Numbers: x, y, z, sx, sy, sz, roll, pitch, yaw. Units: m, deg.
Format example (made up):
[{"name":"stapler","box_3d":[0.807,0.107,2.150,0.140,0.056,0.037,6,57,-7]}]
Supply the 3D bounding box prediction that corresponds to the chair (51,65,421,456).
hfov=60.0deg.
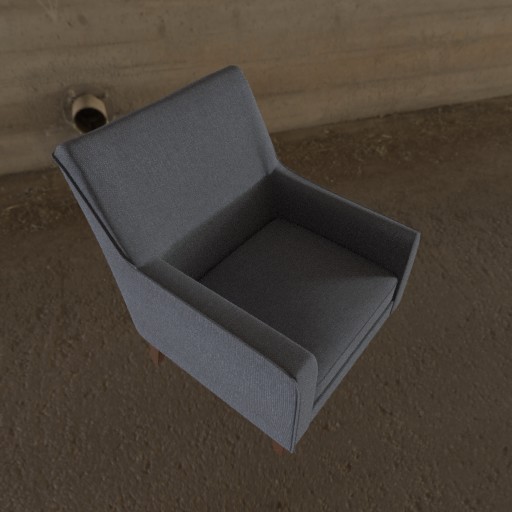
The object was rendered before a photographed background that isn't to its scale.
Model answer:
[{"name":"chair","box_3d":[0.000,0.000,1.570,0.899,0.919,0.780,29,51,27]}]
